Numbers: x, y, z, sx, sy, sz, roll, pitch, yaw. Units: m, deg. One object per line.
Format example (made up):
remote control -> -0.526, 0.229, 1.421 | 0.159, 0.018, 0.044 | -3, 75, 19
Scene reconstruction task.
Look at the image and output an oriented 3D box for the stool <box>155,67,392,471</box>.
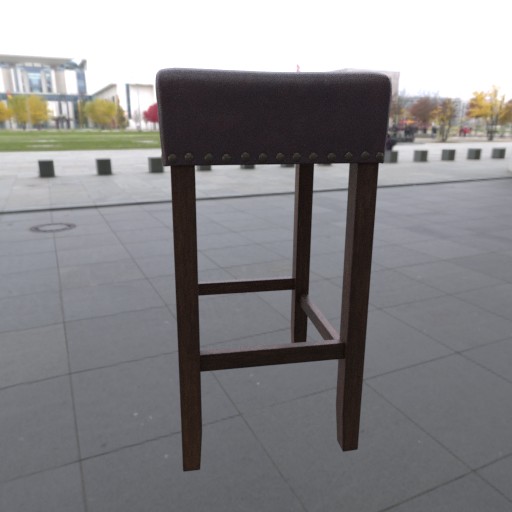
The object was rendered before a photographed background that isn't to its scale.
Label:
stool -> 0.000, 0.000, 1.038 | 0.401, 0.769, 0.465 | -3, 17, -10
